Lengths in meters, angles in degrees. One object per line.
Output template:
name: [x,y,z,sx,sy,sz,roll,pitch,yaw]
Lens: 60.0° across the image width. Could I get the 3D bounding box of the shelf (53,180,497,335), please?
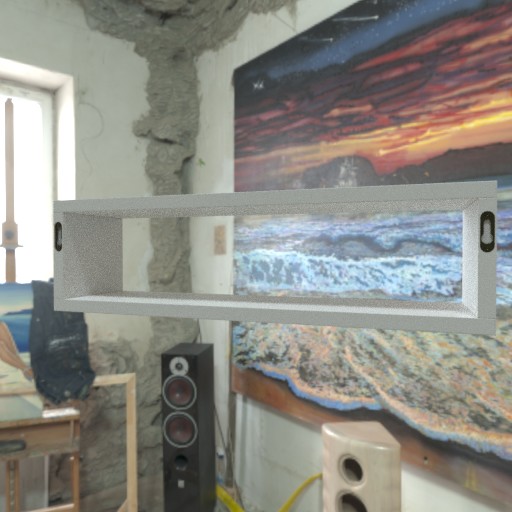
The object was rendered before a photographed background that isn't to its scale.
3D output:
shelf: [0.000,0.000,0.656,0.610,0.170,0.150,0,1,19]
